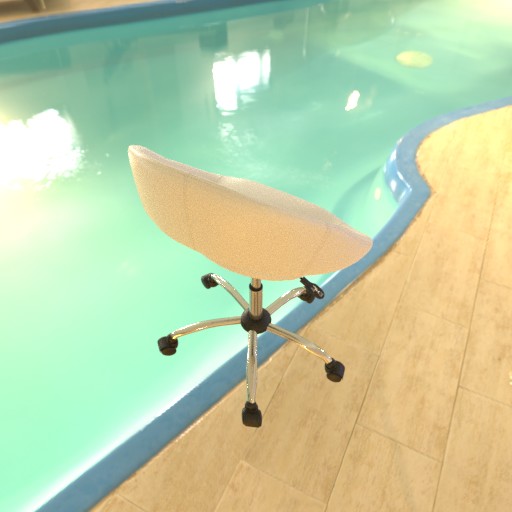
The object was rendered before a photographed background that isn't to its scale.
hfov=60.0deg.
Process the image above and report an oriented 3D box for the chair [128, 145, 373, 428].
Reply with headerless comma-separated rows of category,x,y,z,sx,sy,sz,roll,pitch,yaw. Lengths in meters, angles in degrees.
chair,0.000,0.000,1.189,0.612,0.791,0.538,24,50,22
